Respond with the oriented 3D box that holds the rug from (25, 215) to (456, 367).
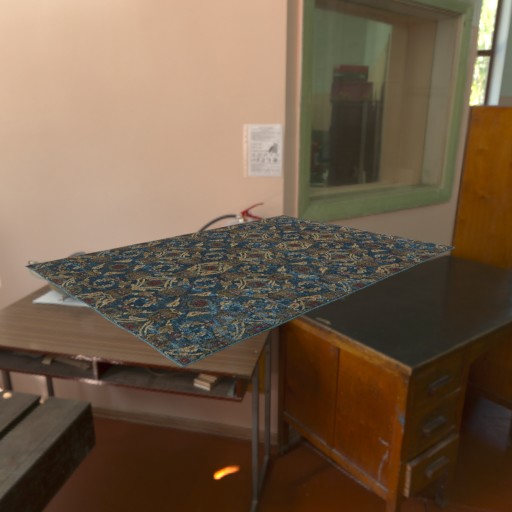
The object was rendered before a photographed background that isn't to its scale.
[{"bbox_3d":[0.000,0.000,4.119,3.291,0.013,2.337,-15,22,-42],"label":"rug"}]
